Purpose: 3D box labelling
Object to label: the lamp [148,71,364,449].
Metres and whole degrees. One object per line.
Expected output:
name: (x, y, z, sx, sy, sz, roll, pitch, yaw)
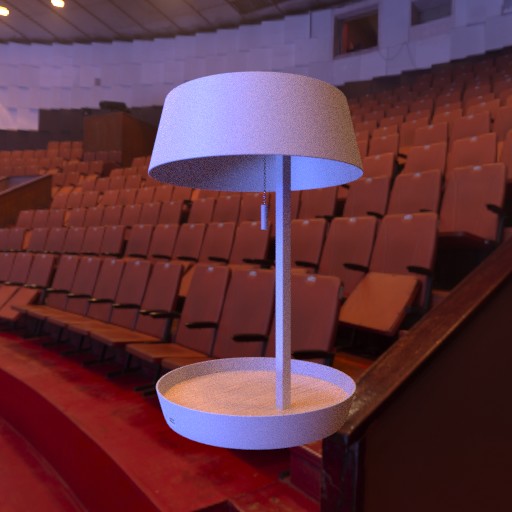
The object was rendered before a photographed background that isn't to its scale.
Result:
lamp: (0.000, 0.000, 0.615, 0.291, 0.429, 0.291, 0, 0, 0)
